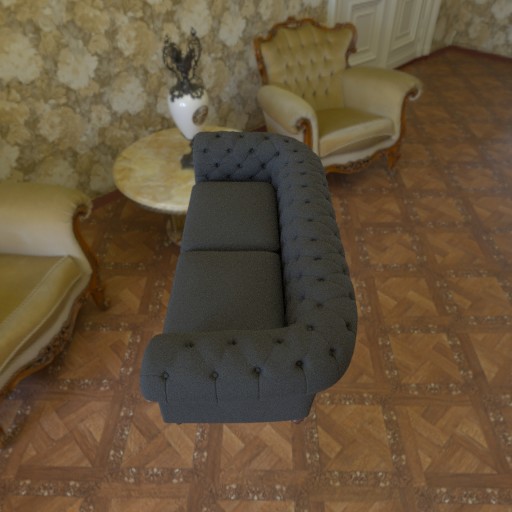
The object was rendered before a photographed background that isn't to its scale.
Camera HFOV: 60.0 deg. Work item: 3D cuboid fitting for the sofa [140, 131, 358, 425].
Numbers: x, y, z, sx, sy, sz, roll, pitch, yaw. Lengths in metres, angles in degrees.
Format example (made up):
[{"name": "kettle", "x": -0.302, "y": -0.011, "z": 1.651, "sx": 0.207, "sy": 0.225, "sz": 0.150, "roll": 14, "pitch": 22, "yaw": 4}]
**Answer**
[{"name": "sofa", "x": 0.000, "y": 0.000, "z": 2.863, "sx": 0.991, "sy": 0.762, "sz": 2.362, "roll": 0, "pitch": 40, "yaw": 0}]
